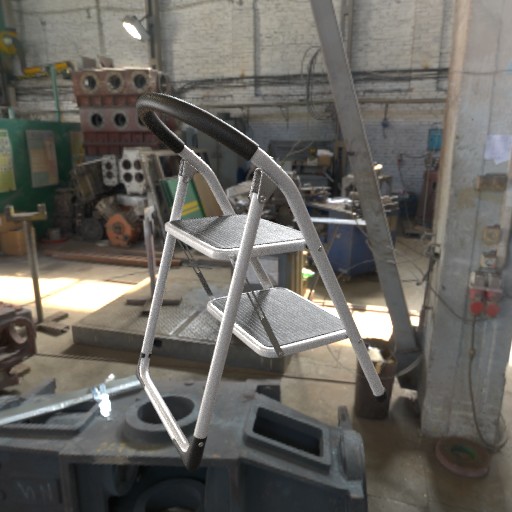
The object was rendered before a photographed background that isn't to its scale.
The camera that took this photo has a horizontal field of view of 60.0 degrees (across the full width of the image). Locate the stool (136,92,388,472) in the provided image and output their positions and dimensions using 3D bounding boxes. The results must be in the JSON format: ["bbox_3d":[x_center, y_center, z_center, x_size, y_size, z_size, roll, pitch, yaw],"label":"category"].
[{"bbox_3d":[0.000,0.000,1.128,0.559,0.760,0.453,-8,17,-28],"label":"stool"}]
